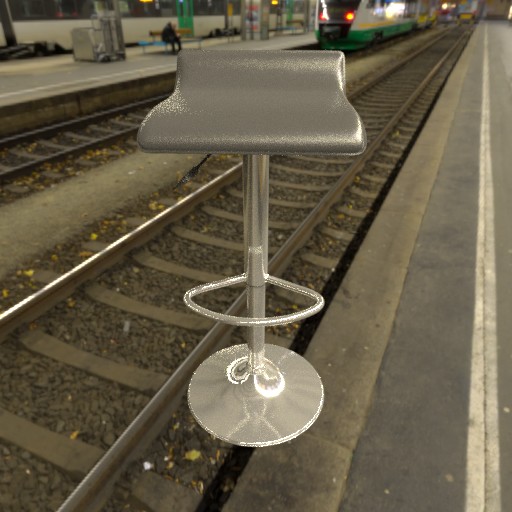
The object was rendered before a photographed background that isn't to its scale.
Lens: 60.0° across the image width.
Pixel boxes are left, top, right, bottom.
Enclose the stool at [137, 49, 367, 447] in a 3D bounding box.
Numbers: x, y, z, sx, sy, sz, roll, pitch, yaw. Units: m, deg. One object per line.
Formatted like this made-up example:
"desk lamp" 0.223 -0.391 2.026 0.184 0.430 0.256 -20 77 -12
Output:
"stool" 0.000 0.000 1.038 0.381 0.851 0.381 2 29 3
